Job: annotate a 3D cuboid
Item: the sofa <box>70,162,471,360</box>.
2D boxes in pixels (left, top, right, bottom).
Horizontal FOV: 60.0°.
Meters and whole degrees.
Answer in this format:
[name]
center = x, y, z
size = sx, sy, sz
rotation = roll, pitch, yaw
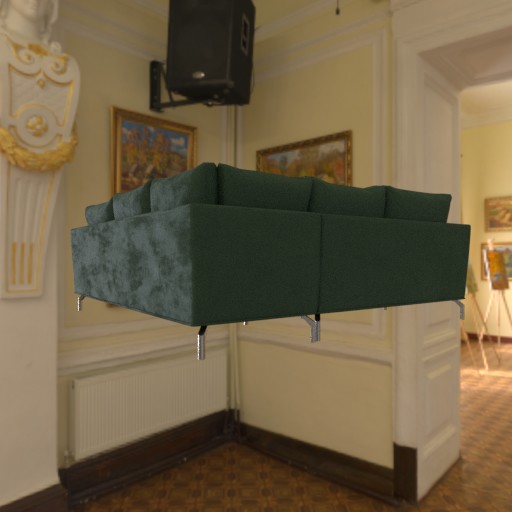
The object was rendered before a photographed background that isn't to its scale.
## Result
[sofa]
center = 0.000, 0.000, 3.783
size = 2.468, 1.004, 2.452
rotation = 0, 0, -35
